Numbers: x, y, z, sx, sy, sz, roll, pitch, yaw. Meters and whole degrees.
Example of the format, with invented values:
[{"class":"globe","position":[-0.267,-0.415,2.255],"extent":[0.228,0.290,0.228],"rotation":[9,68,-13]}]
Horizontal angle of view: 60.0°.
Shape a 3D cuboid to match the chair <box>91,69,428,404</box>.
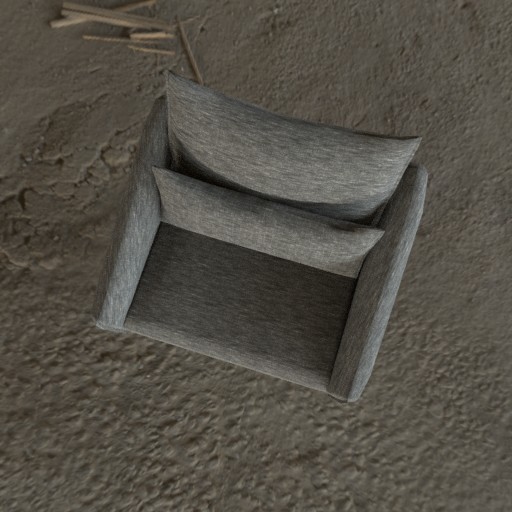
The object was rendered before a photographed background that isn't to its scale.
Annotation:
[{"class":"chair","position":[0.000,0.000,1.592],"extent":[1.004,0.842,0.805],"rotation":[16,77,4]}]
